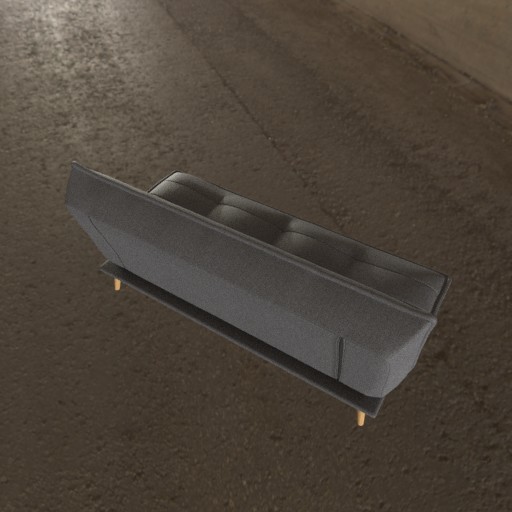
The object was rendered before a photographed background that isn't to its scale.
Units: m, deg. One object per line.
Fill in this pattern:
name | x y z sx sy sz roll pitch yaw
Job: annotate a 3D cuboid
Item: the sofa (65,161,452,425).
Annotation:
sofa | 0.000 0.000 2.461 1.940 0.890 0.950 24 50 22
